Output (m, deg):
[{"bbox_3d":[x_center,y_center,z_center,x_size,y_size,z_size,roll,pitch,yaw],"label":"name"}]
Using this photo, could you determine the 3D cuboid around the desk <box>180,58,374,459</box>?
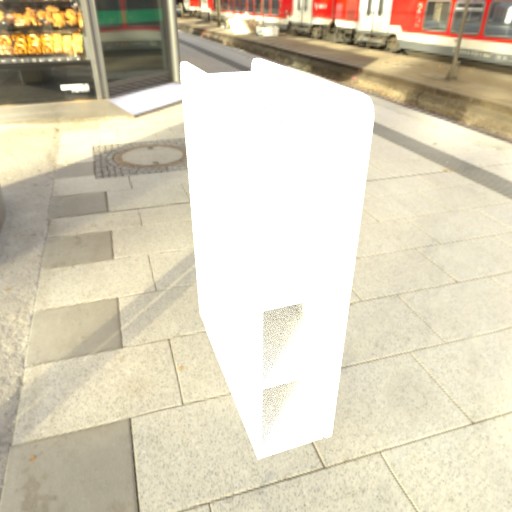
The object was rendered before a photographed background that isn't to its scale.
[{"bbox_3d":[0.000,0.000,1.551,0.278,1.190,0.795,-10,32,-17],"label":"desk"}]
